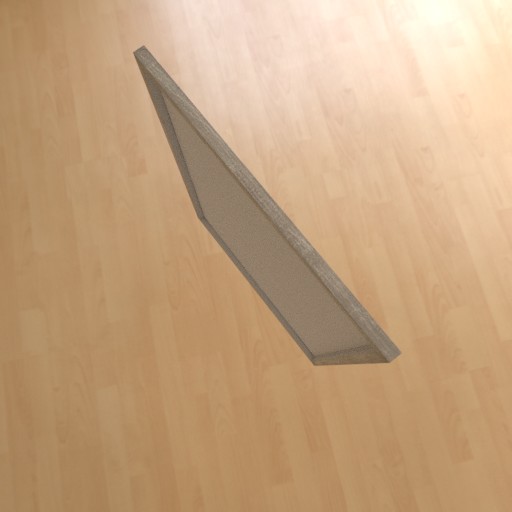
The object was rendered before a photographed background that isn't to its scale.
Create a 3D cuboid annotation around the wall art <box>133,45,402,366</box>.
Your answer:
[{"bbox_3d":[0.000,0.000,1.325,0.035,1.022,0.781,-37,79,-9],"label":"wall art"}]
